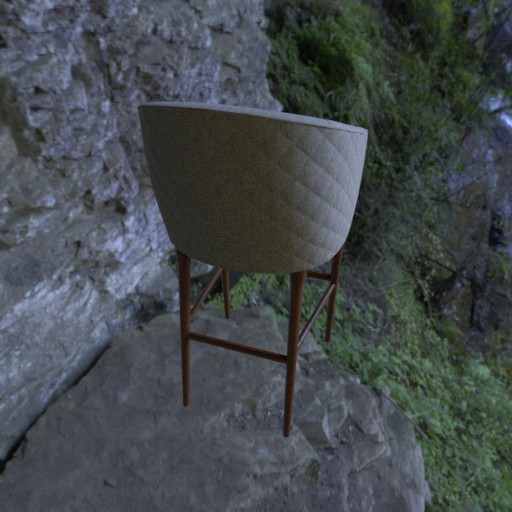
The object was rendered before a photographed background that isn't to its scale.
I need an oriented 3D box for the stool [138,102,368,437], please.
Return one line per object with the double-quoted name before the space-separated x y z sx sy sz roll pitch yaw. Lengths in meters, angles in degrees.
"stool" 0.000 0.000 1.429 0.559 1.078 0.607 11 34 16
